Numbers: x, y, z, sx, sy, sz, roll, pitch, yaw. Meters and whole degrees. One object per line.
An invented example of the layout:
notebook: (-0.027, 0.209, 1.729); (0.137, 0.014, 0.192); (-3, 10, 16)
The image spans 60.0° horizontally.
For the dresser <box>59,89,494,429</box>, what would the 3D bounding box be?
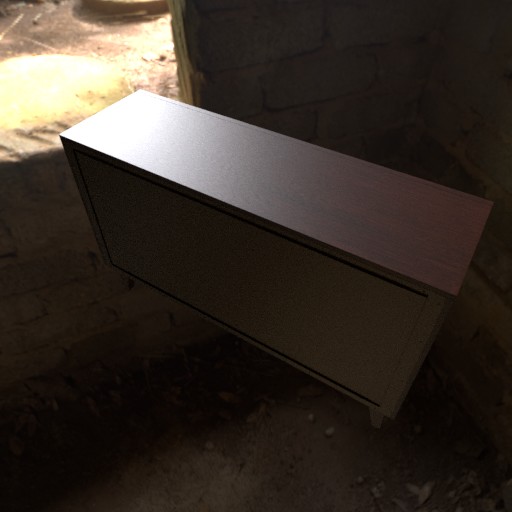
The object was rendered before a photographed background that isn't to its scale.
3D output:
dresser: (0.000, 0.000, 2.012); (1.609, 0.971, 0.499); (24, 50, 22)
